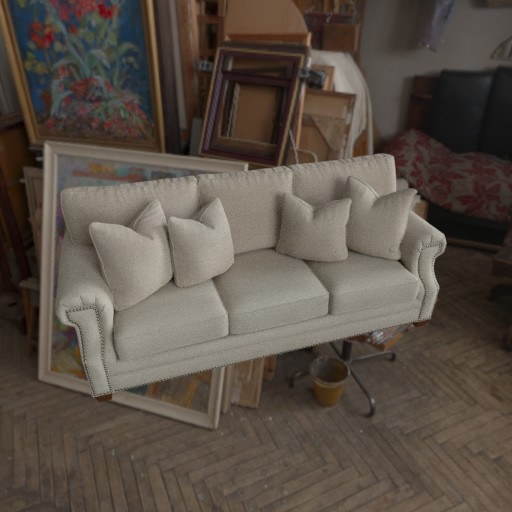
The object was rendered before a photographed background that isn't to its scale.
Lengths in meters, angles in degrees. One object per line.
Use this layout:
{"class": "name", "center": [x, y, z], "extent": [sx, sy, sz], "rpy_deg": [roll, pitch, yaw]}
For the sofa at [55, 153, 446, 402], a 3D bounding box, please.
{"class": "sofa", "center": [0.000, 0.000, 2.813], "extent": [2.312, 0.975, 0.965], "rpy_deg": [-9, 32, -16]}
